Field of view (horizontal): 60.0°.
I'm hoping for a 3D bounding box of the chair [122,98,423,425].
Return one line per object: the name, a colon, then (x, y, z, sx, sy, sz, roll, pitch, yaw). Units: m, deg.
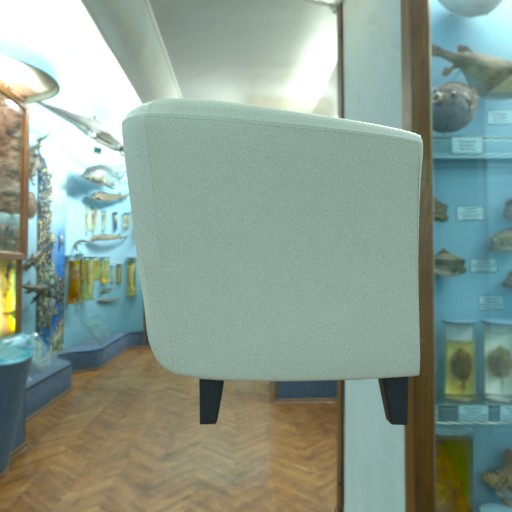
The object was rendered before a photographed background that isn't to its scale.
chair: (0.000, 0.000, 1.306, 0.727, 0.756, 0.792, 0, -1, 0)
